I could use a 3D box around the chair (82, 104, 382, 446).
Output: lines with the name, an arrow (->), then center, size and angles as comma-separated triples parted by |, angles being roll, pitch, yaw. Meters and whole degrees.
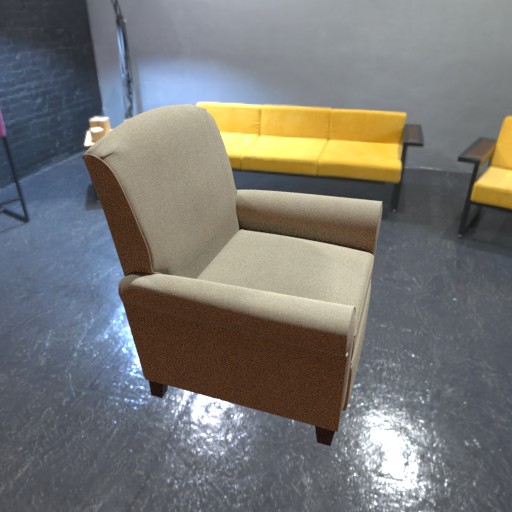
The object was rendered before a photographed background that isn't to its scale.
chair -> 0.000, 0.000, 1.756 | 0.905, 1.061, 0.978 | 10, 31, 17
